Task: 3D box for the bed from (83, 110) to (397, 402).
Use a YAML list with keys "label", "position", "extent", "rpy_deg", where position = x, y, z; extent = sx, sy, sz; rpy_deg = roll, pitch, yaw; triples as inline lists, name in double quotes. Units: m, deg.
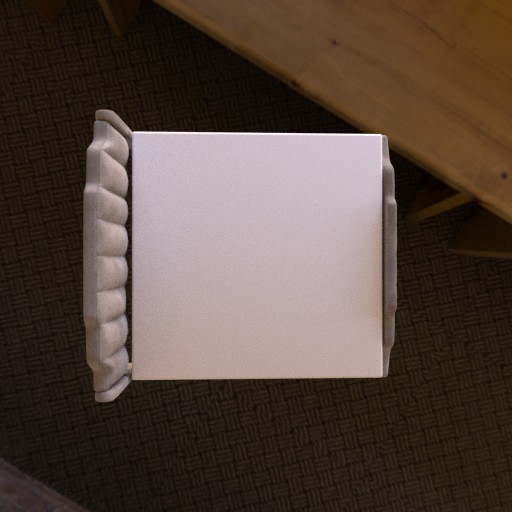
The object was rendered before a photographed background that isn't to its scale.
- label: "bed"
  position: [0.000, 0.000, 3.584]
  extent: [2.340, 1.245, 2.074]
  rpy_deg: [0, 90, -2]
